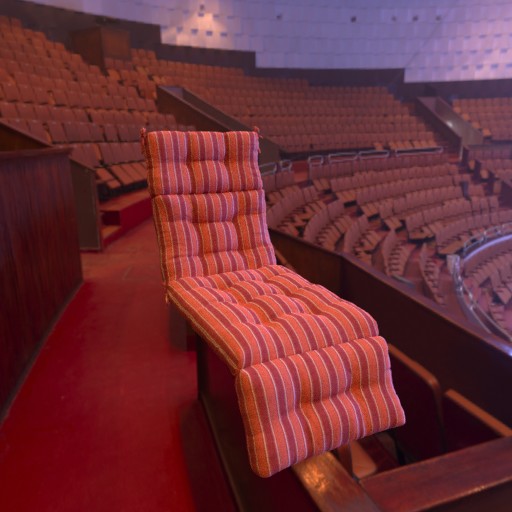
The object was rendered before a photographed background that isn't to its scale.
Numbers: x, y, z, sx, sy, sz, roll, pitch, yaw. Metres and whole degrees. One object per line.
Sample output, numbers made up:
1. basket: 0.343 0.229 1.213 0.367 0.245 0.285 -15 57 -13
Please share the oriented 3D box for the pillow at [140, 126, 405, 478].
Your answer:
1. pillow: 0.000 0.000 1.497 0.526 0.863 1.016 -8 17 -26
